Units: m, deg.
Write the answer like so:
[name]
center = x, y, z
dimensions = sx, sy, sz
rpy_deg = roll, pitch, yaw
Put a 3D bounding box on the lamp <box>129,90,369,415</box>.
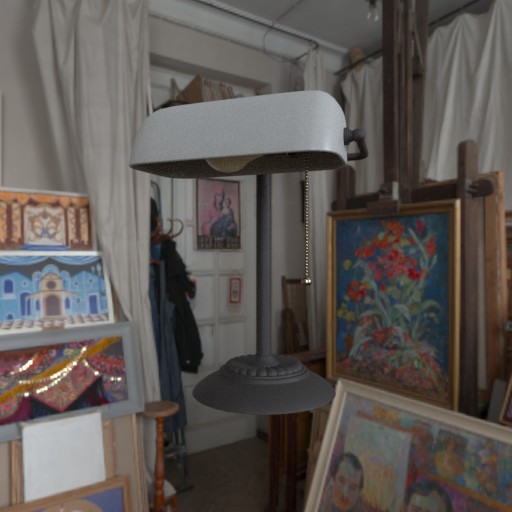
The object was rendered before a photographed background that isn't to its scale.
[lamp]
center = 0.000, 0.000, 0.531
dimensions = 0.264, 0.339, 0.243
rpy_deg = 0, -1, 18
